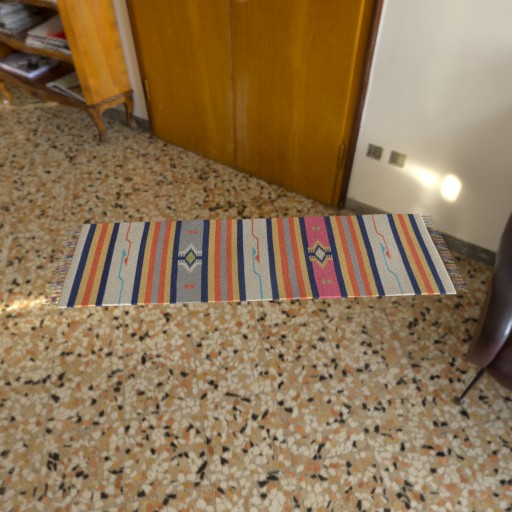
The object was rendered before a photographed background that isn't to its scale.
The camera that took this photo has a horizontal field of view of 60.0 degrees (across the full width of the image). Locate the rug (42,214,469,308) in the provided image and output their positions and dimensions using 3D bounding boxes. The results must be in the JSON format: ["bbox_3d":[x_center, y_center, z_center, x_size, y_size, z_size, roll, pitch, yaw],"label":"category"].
[{"bbox_3d":[0.000,0.000,2.772,2.455,0.017,0.695,-2,47,-2],"label":"rug"}]
